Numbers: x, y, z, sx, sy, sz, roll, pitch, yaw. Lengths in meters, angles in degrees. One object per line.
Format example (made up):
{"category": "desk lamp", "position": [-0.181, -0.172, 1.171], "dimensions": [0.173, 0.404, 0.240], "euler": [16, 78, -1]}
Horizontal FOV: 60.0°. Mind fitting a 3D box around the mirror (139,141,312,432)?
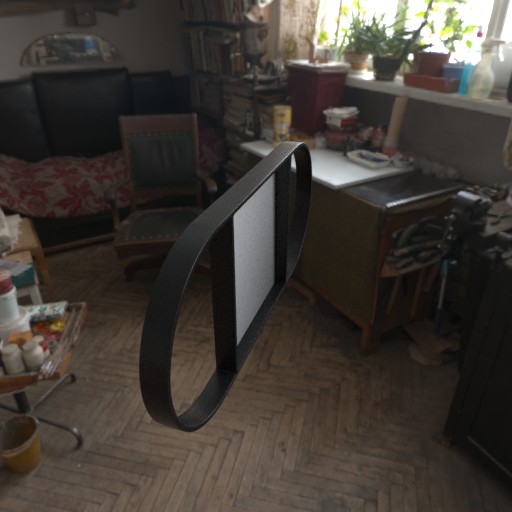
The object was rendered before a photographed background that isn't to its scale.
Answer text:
{"category": "mirror", "position": [0.000, 0.000, 0.670], "dimensions": [0.032, 0.254, 0.584], "euler": [10, 31, 17]}
